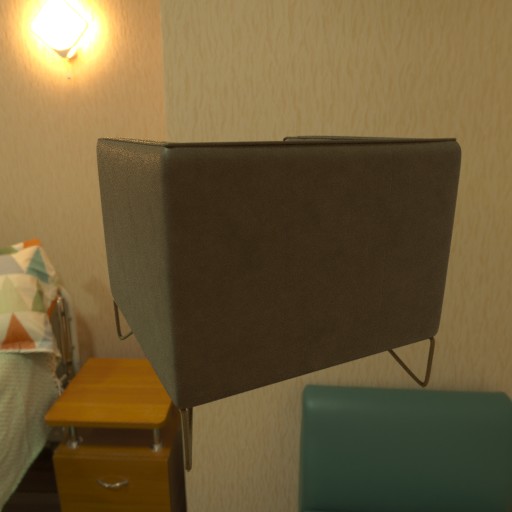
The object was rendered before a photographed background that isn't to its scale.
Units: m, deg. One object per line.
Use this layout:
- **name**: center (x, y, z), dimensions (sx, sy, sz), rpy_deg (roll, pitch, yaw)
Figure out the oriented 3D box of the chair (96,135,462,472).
- **chair**: center (0.000, 0.000, 1.519), dimensions (0.880, 0.790, 0.894), rpy_deg (-8, 18, -26)
